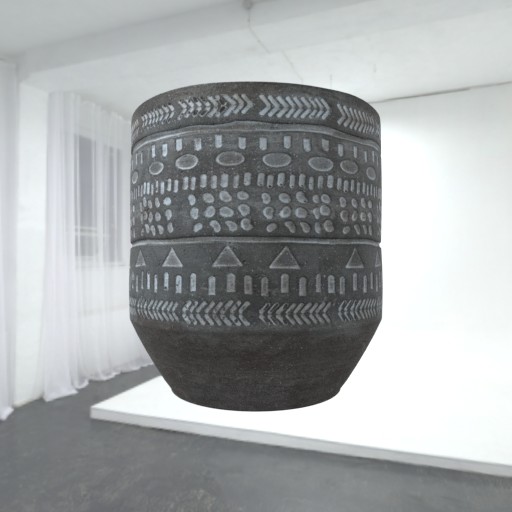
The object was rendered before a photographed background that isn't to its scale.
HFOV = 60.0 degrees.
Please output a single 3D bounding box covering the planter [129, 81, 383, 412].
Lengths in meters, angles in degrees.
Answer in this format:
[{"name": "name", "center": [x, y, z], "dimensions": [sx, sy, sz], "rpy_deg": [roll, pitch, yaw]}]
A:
[{"name": "planter", "center": [0.000, 0.000, 0.259], "dimensions": [0.142, 0.149, 0.142], "rpy_deg": [0, -1, 0]}]
